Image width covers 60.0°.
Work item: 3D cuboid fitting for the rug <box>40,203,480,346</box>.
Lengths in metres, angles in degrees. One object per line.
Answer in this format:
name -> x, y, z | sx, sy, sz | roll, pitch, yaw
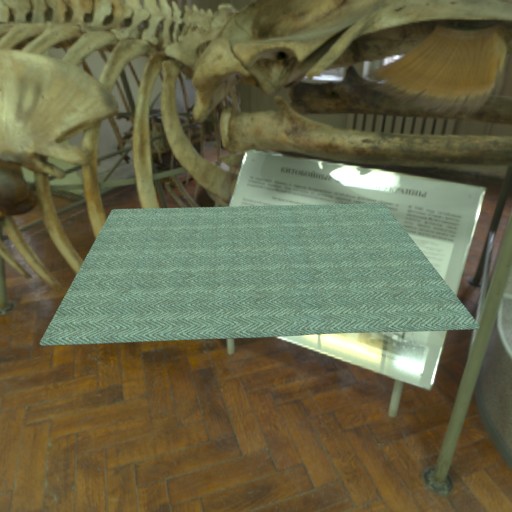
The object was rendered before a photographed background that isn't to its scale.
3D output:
rug -> 0.000, 0.000, 5.197 | 3.957, 0.011, 2.894 | -2, 30, -3
